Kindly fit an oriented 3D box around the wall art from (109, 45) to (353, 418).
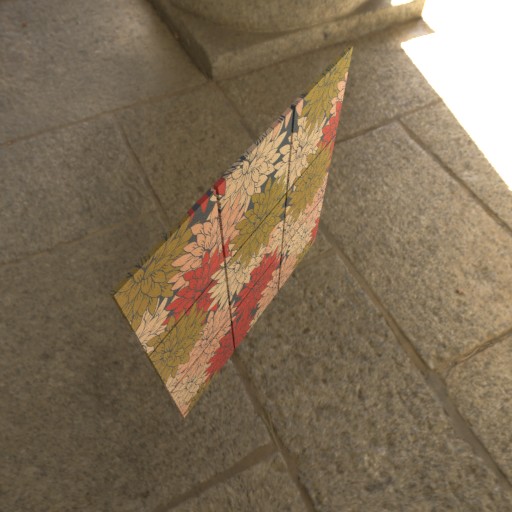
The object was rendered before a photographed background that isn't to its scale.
[{"bbox_3d":[0.000,0.000,1.365,0.013,0.913,0.904,30,62,18],"label":"wall art"}]
